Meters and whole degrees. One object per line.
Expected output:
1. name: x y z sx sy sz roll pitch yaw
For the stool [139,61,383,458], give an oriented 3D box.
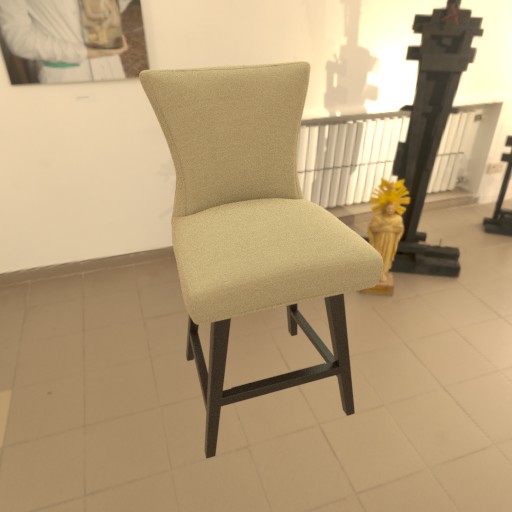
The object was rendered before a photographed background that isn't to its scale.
1. stool: 0.000 0.000 1.331 0.514 1.000 0.574 -10 33 -16
